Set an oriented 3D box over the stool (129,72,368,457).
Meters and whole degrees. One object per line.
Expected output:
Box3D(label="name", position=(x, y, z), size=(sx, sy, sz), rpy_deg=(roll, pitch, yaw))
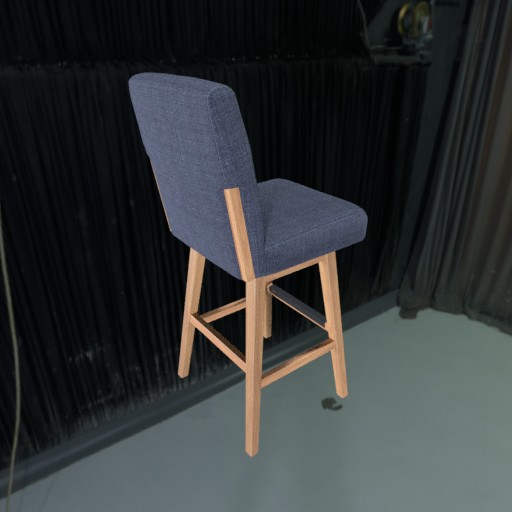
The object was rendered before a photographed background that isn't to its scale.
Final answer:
Box3D(label="stool", position=(0.000, 0.000, 1.436), size=(0.570, 1.112, 0.483), rpy_deg=(-19, 32, -33))
